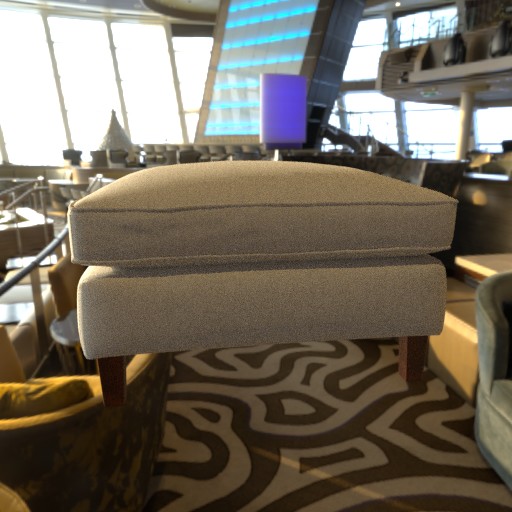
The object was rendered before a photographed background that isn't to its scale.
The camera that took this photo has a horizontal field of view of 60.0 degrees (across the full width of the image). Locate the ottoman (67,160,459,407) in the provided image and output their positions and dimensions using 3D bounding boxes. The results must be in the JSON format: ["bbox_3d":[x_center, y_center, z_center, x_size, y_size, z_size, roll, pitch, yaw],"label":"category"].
[{"bbox_3d":[0.000,0.000,0.965,0.665,0.406,0.501,-2,14,-8],"label":"ottoman"}]
